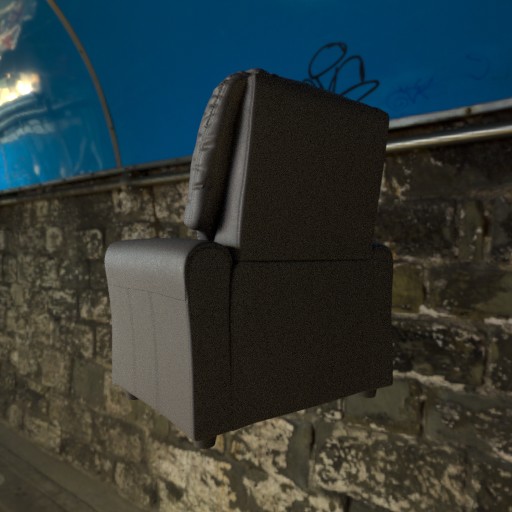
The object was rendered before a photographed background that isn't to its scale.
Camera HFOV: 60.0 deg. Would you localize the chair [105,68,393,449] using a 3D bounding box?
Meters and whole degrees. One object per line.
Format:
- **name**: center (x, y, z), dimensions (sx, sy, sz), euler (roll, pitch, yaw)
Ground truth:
- **chair**: center (0.000, 0.000, 1.103), dimensions (0.610, 0.709, 0.521), euler (0, 1, -37)
